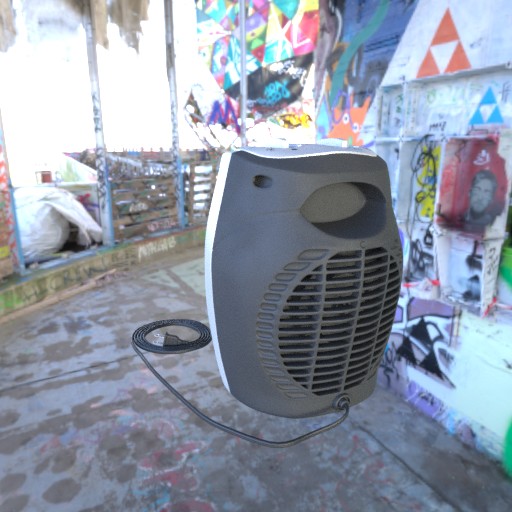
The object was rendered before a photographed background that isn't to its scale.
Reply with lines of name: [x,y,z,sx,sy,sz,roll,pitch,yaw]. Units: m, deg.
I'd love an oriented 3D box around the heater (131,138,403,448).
heater: [0.000,0.000,0.467,0.239,0.240,0.291,-7,16,-25]
